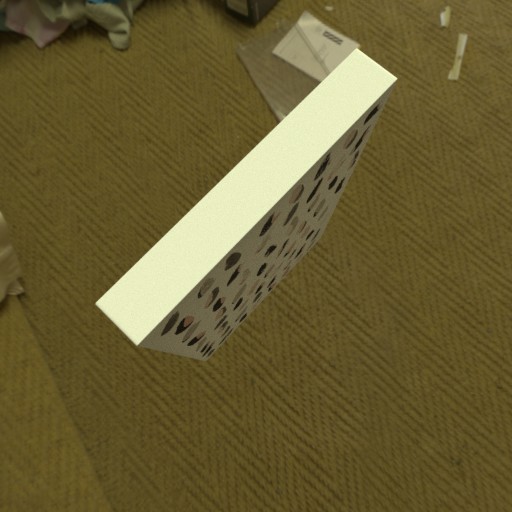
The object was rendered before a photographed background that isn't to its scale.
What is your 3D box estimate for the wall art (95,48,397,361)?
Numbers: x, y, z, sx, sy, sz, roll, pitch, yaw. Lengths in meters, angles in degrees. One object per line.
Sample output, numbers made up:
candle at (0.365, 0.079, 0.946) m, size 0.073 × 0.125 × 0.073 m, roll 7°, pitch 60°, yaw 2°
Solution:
wall art at (0.000, 0.000, 0.477) m, size 0.039 × 0.381 × 0.252 m, roll 42°, pitch 79°, yaw 10°
